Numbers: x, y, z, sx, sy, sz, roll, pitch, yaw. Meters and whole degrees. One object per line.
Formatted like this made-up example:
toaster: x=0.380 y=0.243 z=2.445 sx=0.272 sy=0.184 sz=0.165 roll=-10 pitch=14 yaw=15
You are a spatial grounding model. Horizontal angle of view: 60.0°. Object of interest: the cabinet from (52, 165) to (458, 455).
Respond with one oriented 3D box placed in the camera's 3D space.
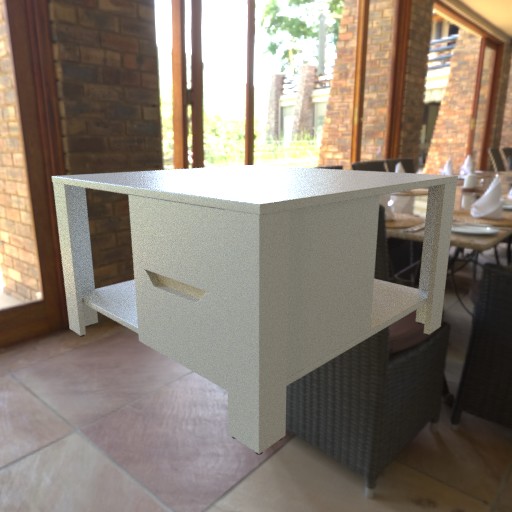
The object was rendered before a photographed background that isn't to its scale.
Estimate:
cabinet: x=0.000 y=0.000 z=1.291 sx=0.800 sy=0.460 sz=0.800 roll=14 pitch=20 yaw=43
